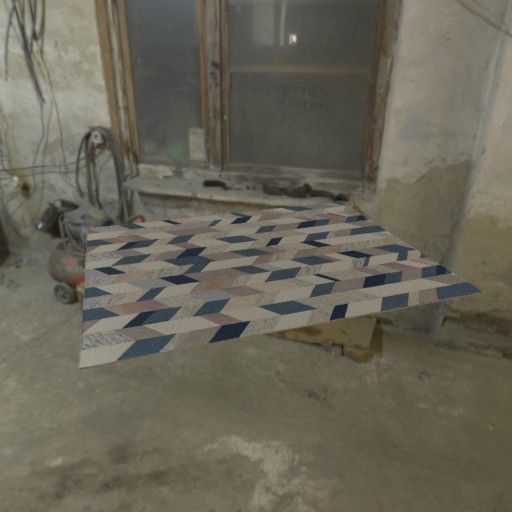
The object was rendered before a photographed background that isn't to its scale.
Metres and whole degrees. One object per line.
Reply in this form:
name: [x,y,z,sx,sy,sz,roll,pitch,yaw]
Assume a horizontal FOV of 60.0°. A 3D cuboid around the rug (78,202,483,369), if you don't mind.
rug: [0.000,0.000,4.193,3.072,0.011,2.451,-8,26,-16]
